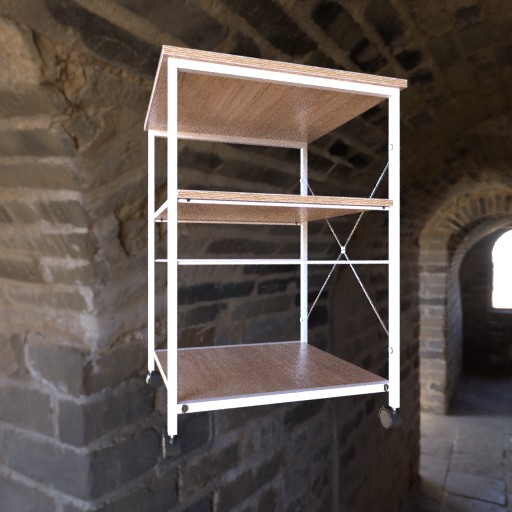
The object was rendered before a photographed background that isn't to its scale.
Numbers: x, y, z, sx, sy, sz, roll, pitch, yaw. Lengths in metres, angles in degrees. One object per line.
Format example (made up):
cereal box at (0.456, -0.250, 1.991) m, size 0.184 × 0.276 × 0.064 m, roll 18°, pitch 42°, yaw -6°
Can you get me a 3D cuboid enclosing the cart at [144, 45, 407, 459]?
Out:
cart at (0.000, 0.000, 1.127) m, size 0.520 × 0.762 × 0.521 m, roll 0°, pitch 0°, yaw -18°
